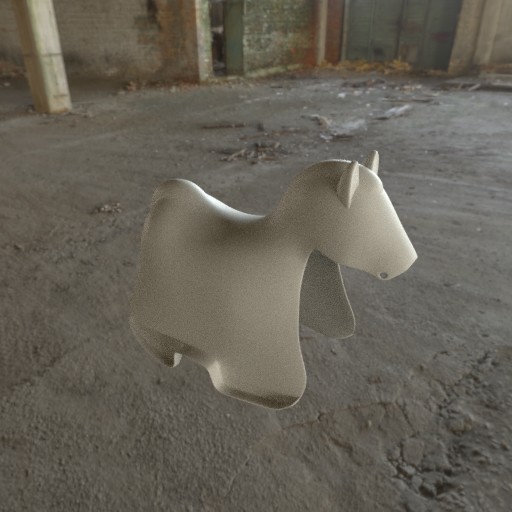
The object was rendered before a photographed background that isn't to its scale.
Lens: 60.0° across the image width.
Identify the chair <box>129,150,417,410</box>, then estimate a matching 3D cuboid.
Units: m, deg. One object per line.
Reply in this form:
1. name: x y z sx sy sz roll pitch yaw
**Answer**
1. chair: 0.000 0.000 1.164 0.800 0.612 0.429 18 32 31
